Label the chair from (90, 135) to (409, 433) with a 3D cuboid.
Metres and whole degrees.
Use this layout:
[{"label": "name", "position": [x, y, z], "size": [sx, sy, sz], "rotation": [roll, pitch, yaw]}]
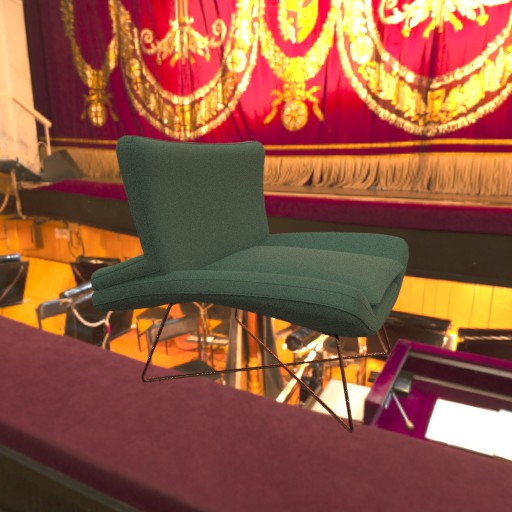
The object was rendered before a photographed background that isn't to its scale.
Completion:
[{"label": "chair", "position": [0.000, 0.000, 1.664], "size": [1.008, 0.855, 0.859], "rotation": [7, 15, 26]}]
